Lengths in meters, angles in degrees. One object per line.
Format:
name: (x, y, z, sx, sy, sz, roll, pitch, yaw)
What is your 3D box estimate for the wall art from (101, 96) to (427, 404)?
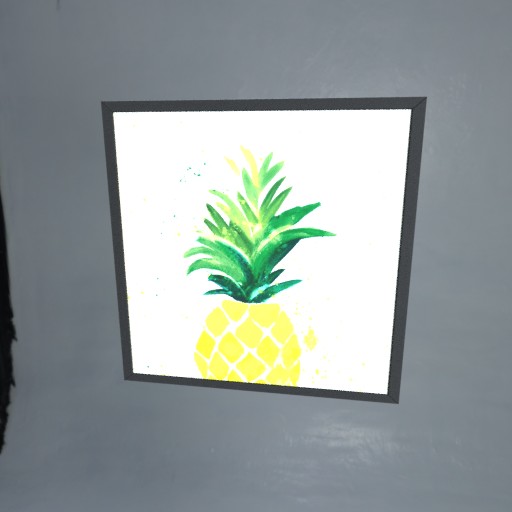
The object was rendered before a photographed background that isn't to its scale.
wall art: (0.000, 0.000, 1.139, 0.762, 0.760, 0.037, 2, 15, 9)
